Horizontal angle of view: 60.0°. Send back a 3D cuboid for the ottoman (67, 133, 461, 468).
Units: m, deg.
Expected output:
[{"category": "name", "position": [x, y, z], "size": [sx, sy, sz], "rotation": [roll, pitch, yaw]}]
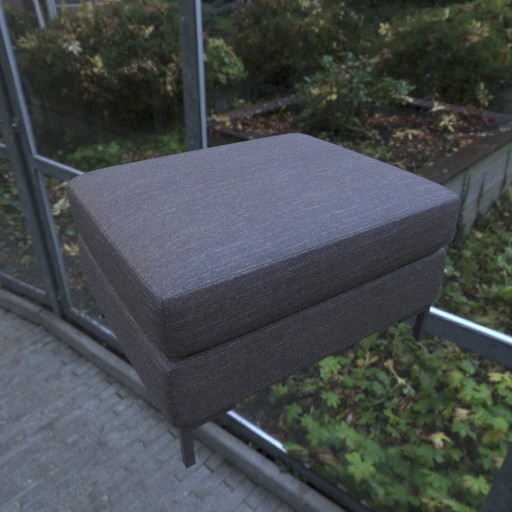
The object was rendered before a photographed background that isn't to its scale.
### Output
[{"category": "ottoman", "position": [0.000, 0.000, 1.219], "size": [0.820, 0.490, 0.671], "rotation": [-19, 36, -28]}]
